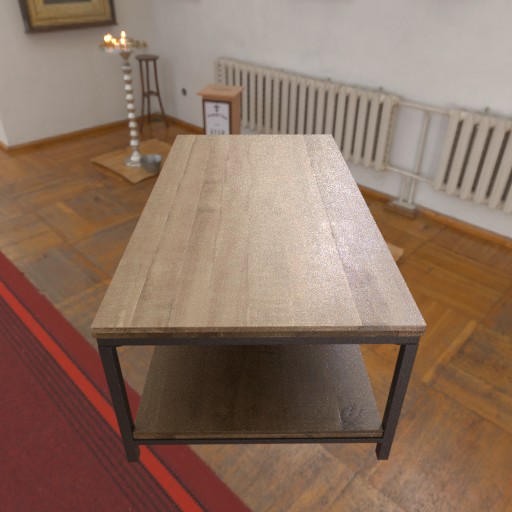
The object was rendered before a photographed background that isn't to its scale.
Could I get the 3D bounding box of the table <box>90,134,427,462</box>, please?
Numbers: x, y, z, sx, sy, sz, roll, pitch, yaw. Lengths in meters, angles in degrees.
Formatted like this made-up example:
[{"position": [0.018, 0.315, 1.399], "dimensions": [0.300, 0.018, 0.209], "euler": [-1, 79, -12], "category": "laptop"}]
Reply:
[{"position": [0.000, 0.000, 1.308], "dimensions": [0.574, 0.393, 1.062], "euler": [0, 33, 0], "category": "table"}]
